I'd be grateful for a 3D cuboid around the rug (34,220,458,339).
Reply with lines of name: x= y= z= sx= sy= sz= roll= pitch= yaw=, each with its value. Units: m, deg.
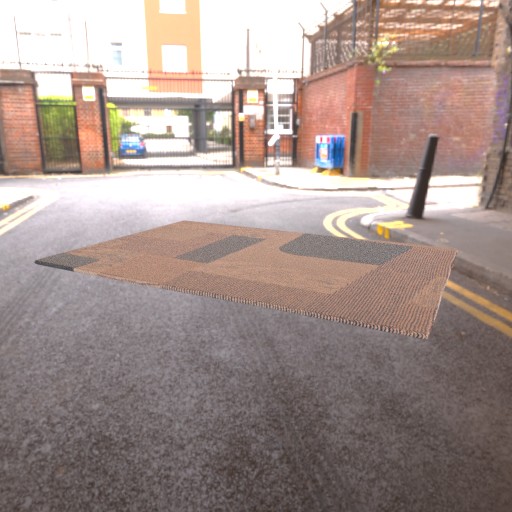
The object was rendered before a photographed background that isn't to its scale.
rug: x=0.000 y=0.000 z=2.308 sx=1.847 sy=0.020 sz=1.238 roll=8 pitch=17 yaw=27
